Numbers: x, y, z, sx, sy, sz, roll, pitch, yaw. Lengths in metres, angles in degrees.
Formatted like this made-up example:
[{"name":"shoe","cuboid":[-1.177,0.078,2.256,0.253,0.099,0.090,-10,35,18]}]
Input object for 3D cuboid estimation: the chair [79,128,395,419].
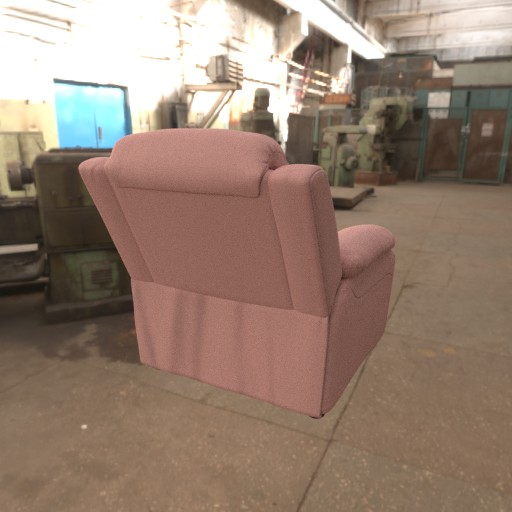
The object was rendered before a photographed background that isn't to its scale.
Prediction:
[{"name":"chair","cuboid":[0.000,0.000,1.274,0.680,0.702,0.709,8,18,27]}]
